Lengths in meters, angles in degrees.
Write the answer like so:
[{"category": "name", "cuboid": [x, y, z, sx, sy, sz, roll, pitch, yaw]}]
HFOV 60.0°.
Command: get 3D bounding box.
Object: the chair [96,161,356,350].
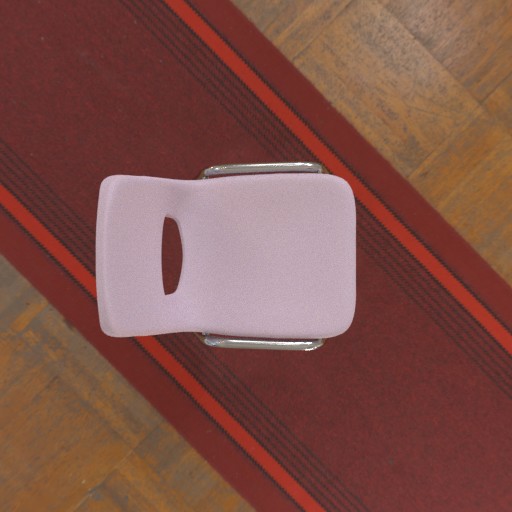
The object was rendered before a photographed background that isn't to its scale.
[{"category": "chair", "cuboid": [0.000, 0.000, 0.796, 0.385, 0.536, 0.354, 0, 90, 0]}]
